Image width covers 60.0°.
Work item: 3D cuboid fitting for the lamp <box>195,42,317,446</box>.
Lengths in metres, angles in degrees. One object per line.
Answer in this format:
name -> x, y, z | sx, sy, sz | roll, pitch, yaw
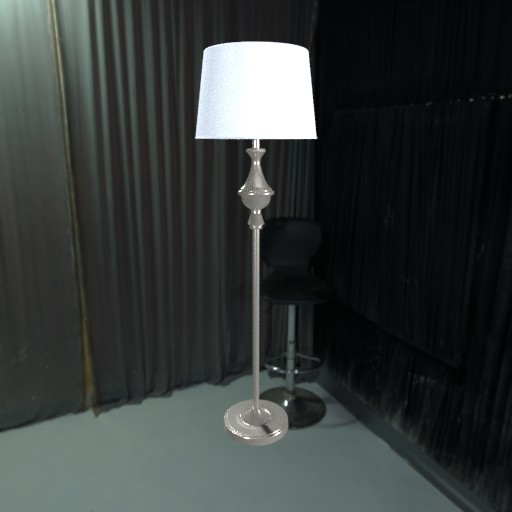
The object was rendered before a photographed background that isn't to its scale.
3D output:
lamp -> 0.000, 0.000, 1.694 | 0.431, 1.488, 0.431 | 0, 15, 0
